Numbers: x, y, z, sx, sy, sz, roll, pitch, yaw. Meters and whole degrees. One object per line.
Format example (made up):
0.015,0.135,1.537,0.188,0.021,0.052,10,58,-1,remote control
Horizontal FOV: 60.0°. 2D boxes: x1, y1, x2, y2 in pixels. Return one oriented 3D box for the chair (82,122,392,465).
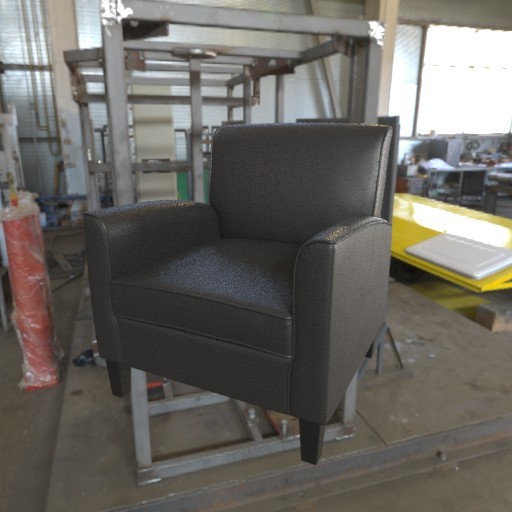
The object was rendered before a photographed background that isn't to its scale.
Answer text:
0.000,0.000,1.577,0.820,0.916,0.819,8,18,26,chair
